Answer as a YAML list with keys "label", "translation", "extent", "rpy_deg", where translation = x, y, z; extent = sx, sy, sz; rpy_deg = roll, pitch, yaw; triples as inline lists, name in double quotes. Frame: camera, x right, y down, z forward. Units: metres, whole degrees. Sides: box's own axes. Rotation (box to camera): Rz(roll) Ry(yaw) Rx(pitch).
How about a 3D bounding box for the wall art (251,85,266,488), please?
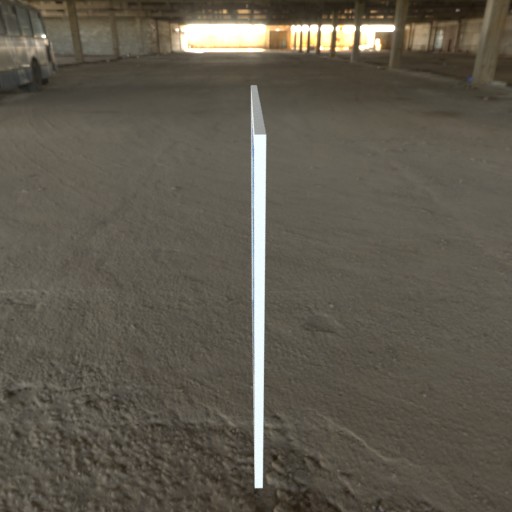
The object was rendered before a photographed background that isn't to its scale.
- label: "wall art"
  translation: [0.000, 0.000, 0.995]
  extent: [0.015, 0.660, 0.660]
  rpy_deg: [0, 26, -1]
